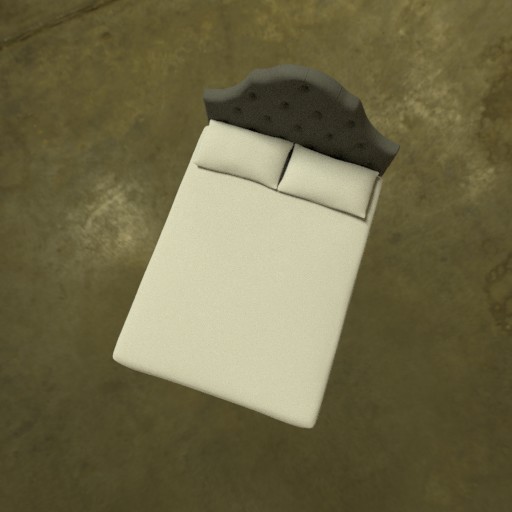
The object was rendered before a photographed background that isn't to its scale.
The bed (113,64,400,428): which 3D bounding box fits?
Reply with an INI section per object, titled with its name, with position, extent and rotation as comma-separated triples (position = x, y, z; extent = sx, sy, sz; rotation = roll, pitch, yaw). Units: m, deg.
[bed]
position = 0.000, 0.000, 3.286
extent = 1.636, 1.575, 2.155
rotation = 18, 76, 5
